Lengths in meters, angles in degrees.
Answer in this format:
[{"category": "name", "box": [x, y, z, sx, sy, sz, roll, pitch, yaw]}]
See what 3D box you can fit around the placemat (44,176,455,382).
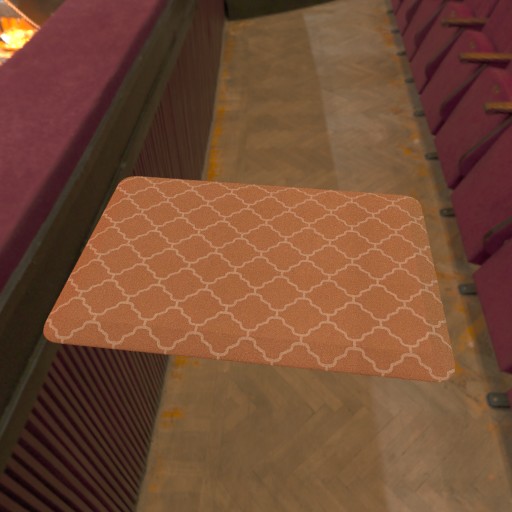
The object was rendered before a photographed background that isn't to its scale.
[{"category": "placemat", "box": [0.000, 0.000, 0.959, 0.762, 0.021, 0.508, 5, 47, 5]}]
